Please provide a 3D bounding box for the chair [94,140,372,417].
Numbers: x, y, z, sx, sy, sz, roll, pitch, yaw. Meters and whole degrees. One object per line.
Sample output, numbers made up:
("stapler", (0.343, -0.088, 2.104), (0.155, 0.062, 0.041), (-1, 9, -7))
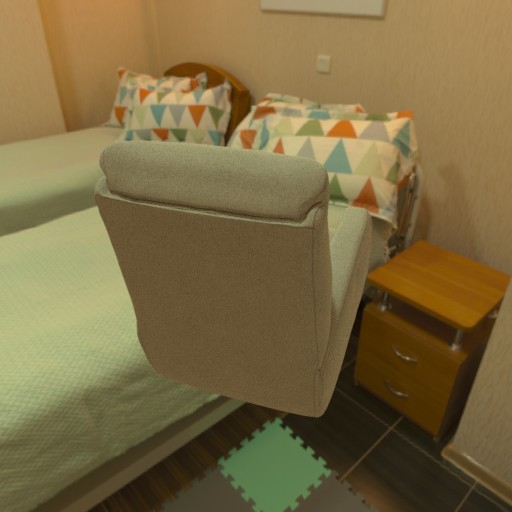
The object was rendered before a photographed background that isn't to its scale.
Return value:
("chair", (0.000, 0.000, 1.654), (0.794, 1.021, 0.940), (10, 33, 16))
